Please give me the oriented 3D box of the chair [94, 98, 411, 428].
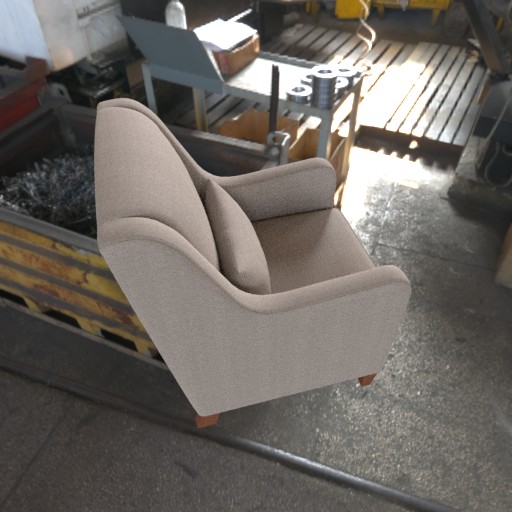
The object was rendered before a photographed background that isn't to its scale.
[{"bbox_3d":[0.000,0.000,1.600,0.890,1.017,0.715,-10,46,-10],"label":"chair"}]
